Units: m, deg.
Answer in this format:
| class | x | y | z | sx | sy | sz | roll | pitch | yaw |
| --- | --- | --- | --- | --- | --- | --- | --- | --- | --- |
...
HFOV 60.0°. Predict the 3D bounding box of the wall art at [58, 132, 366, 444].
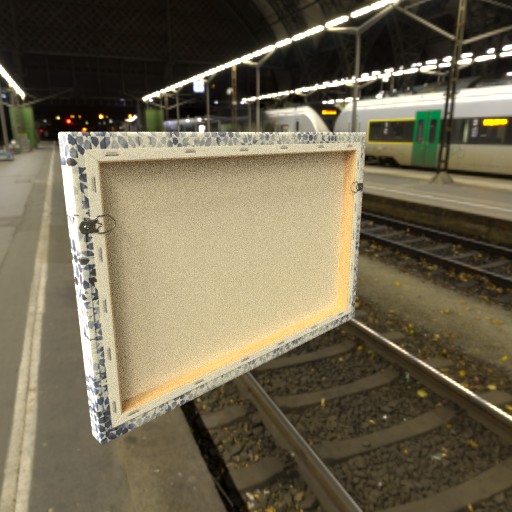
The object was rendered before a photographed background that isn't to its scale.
| class | x | y | z | sx | sy | sz | roll | pitch | yaw |
| --- | --- | --- | --- | --- | --- | --- | --- | --- | --- |
| wall art | 0.000 | 0.000 | 0.756 | 0.608 | 0.406 | 0.030 | -15 | 21 | -43 |
